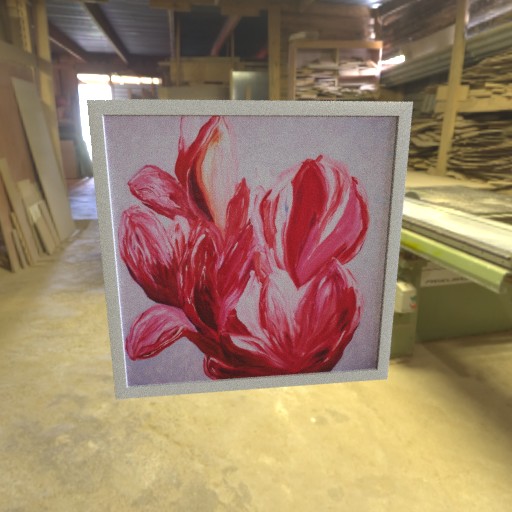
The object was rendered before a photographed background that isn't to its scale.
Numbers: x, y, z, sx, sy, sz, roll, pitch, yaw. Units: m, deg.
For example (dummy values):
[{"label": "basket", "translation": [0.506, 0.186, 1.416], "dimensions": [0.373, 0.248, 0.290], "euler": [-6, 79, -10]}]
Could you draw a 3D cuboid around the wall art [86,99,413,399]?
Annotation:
[{"label": "wall art", "translation": [0.000, 0.000, 0.685], "dimensions": [0.455, 0.453, 0.023], "euler": [-2, 16, -7]}]
